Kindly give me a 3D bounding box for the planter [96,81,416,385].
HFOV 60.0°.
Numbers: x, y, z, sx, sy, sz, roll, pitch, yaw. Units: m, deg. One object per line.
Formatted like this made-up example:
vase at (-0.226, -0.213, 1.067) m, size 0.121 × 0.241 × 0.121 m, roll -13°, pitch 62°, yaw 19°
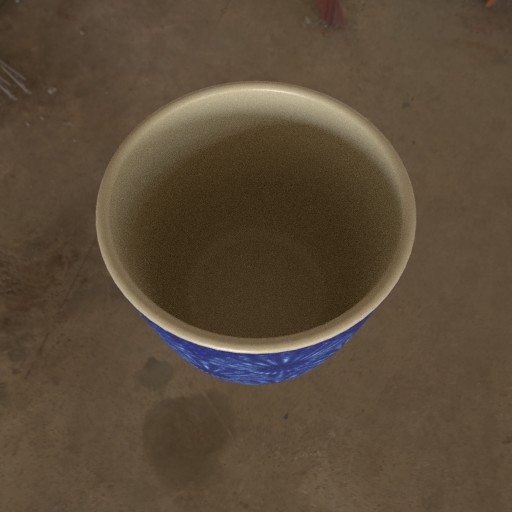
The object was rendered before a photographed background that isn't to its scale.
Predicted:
planter at (0.000, 0.000, 0.221) m, size 0.124 × 0.109 × 0.124 m, roll 0°, pitch 64°, yaw 0°
